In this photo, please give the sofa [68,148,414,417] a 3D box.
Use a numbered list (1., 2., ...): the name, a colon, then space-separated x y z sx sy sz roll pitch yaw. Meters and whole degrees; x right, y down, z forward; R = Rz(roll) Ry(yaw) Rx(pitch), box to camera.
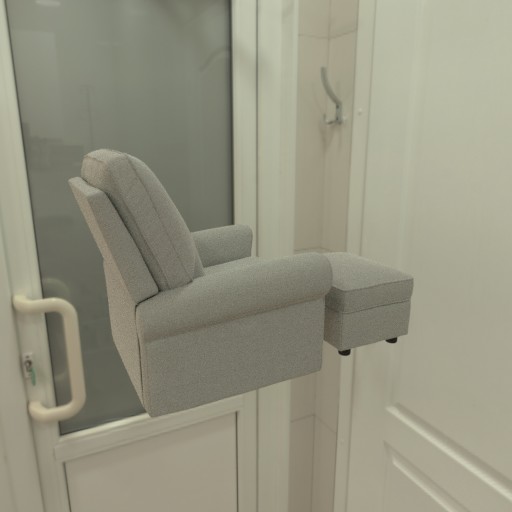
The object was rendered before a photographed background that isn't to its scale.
1. sofa: 0.000 0.000 2.031 1.478 0.959 0.880 -7 16 -26
